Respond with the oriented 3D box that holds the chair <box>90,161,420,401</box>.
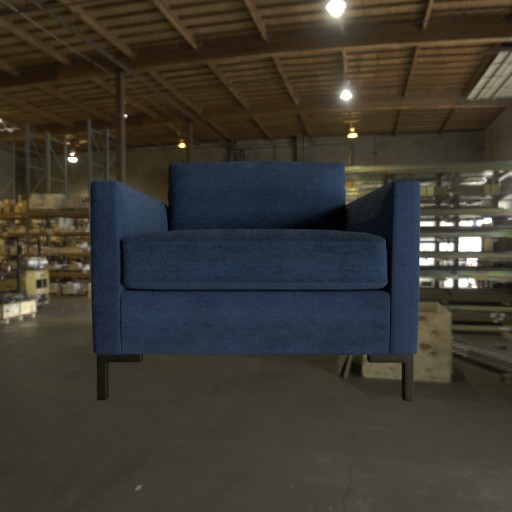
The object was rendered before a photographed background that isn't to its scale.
[{"bbox_3d":[0.000,0.000,1.653,0.964,0.812,0.875,0,1,1],"label":"chair"}]
